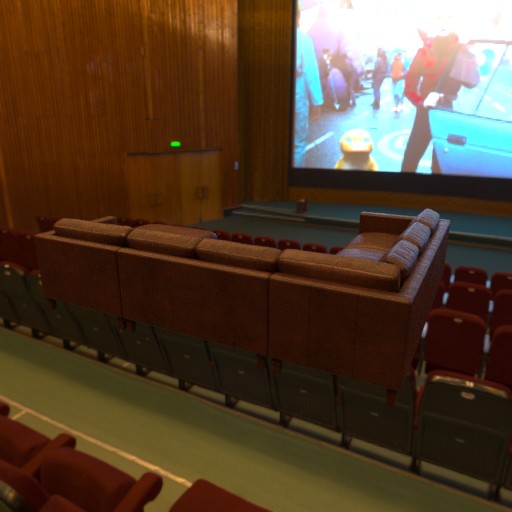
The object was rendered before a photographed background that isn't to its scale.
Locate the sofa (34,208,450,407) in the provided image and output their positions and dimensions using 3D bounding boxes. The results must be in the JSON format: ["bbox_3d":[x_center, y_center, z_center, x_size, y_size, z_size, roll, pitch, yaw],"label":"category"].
[{"bbox_3d":[0.000,0.000,4.436,3.324,0.891,2.452,9,20,26],"label":"sofa"}]
